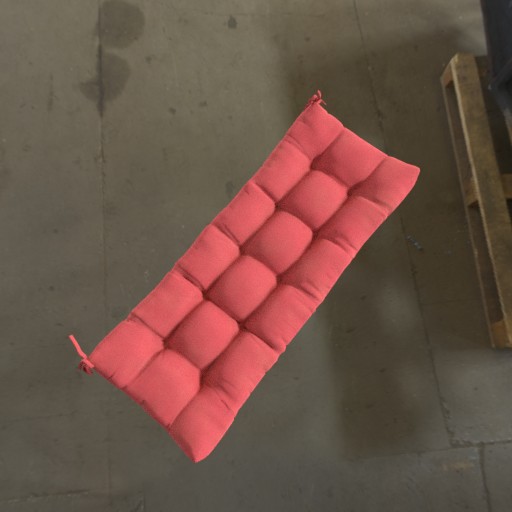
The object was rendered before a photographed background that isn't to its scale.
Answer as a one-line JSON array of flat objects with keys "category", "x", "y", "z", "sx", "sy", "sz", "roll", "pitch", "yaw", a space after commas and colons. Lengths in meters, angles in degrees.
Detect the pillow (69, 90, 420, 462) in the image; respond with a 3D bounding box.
[{"category": "pillow", "x": 0.000, "y": 0.000, "z": 1.385, "sx": 0.511, "sy": 0.174, "sz": 1.194, "roll": 38, "pitch": 78, "yaw": 10}]
